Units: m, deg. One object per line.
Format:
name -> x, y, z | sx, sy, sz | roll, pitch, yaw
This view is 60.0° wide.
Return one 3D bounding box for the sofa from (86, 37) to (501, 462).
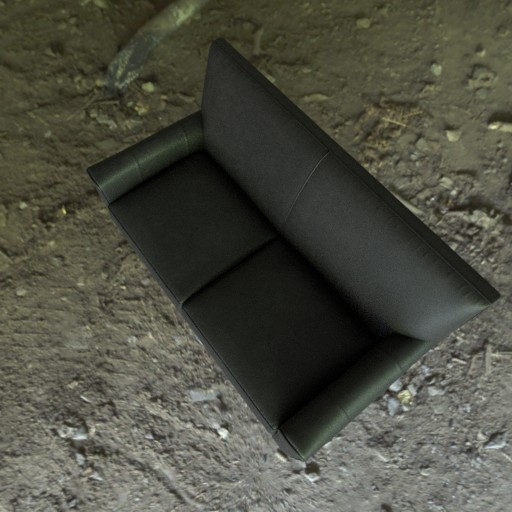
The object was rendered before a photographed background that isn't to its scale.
sofa -> 0.000, 0.000, 1.896 | 0.787, 0.871, 1.473 | -35, 69, -16
